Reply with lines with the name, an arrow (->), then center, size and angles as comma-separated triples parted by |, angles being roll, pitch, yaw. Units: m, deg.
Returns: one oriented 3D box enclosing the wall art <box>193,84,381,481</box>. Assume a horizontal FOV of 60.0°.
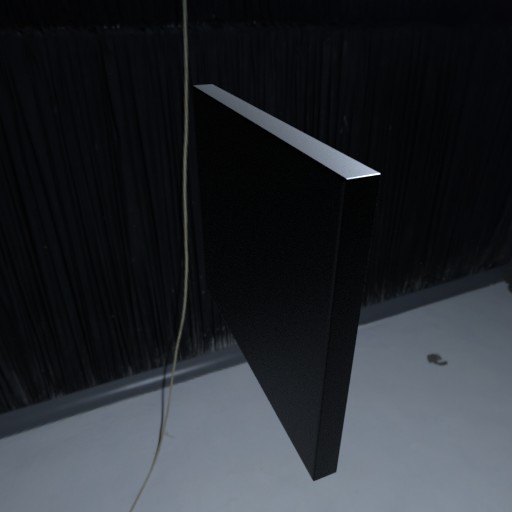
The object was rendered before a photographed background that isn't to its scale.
wall art -> 0.000, 0.000, 0.532 | 0.028, 0.330, 0.380 | -12, 32, -19
